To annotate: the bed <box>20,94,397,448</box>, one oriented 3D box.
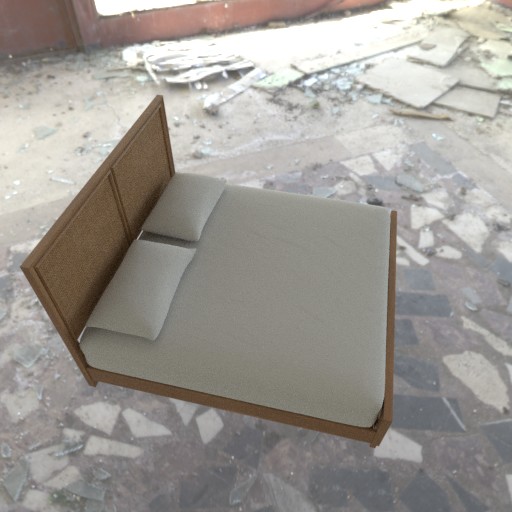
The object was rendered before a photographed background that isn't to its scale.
[{"bbox_3d":[0.000,0.000,3.423,2.184,1.387,2.003,10,48,9],"label":"bed"}]
